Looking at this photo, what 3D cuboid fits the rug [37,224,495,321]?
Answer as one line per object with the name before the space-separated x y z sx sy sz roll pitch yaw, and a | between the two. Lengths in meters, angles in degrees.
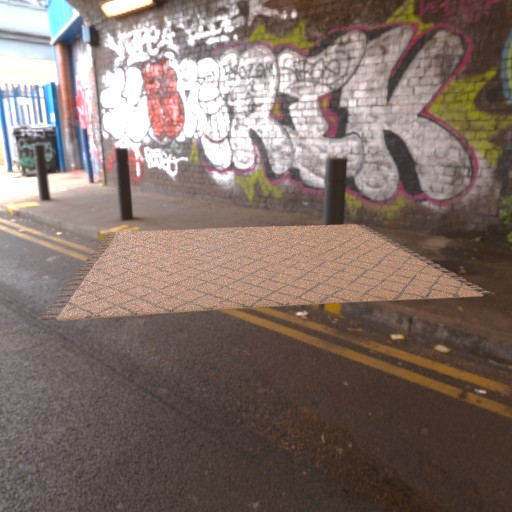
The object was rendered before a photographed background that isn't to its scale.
rug | 0.000 0.000 4.765 3.585 0.036 2.892 -2 16 -8
